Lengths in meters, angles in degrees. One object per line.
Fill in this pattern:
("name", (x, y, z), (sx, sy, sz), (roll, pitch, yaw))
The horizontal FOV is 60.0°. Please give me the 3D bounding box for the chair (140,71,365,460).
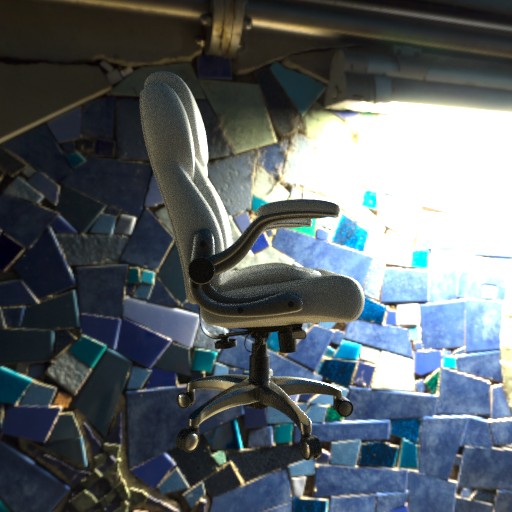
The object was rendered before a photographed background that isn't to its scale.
("chair", (0.000, 0.000, 1.787), (0.806, 1.330, 0.755), (0, 1, -1))
